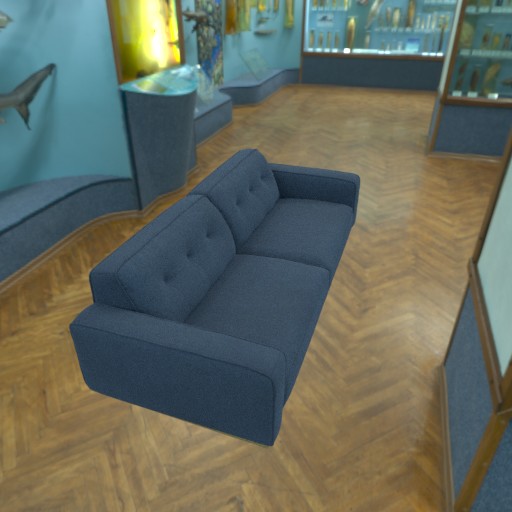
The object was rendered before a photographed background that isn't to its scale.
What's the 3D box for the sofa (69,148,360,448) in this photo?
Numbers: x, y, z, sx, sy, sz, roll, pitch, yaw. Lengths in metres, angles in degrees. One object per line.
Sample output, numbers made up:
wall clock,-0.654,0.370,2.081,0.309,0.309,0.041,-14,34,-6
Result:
sofa,0.000,0.000,2.760,0.953,0.782,2.270,10,32,17
